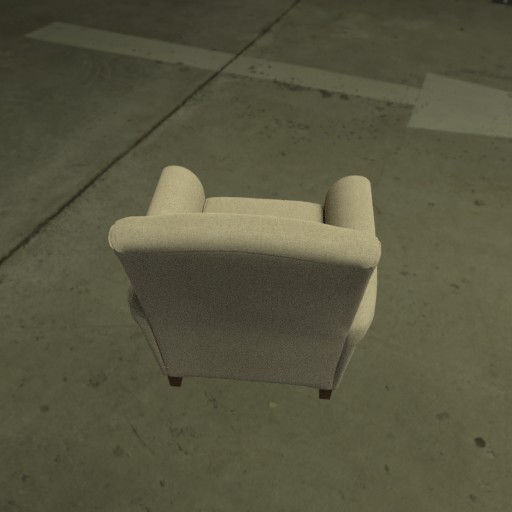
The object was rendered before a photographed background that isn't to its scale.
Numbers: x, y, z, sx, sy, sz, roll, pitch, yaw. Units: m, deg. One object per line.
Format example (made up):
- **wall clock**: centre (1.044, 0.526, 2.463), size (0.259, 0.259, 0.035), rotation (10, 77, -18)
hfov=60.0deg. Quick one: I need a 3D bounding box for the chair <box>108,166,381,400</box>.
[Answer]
- **chair**: centre (0.000, 0.000, 1.815), size (0.978, 1.061, 0.905), rotation (4, 46, 4)
